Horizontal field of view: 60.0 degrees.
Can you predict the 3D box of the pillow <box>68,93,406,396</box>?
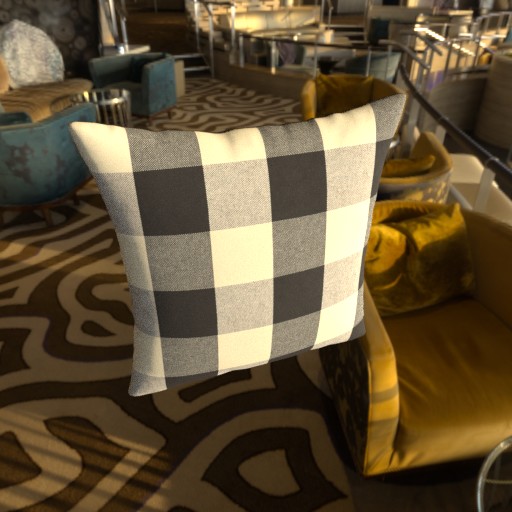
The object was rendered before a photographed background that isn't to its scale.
[{"bbox_3d":[0.000,0.000,0.772,0.511,0.509,0.161,-11,34,-17],"label":"pillow"}]
